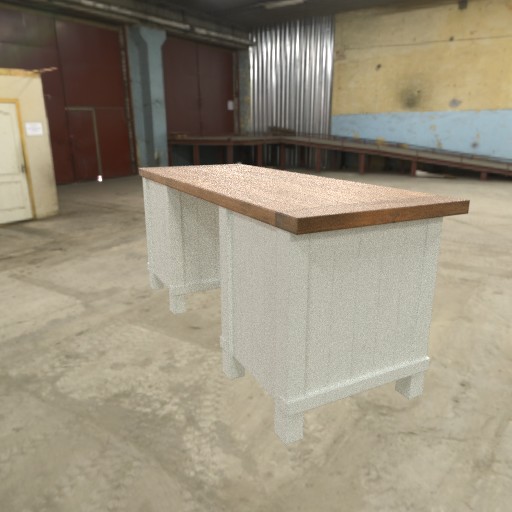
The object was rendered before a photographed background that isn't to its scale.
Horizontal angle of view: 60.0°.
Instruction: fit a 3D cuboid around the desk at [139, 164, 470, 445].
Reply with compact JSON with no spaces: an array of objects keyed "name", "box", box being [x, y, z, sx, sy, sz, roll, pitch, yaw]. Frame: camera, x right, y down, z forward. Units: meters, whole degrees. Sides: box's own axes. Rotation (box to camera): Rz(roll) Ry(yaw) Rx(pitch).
[{"name":"desk","box":[0.000,0.000,2.216,0.688,0.760,1.803,-8,18,-26]}]
